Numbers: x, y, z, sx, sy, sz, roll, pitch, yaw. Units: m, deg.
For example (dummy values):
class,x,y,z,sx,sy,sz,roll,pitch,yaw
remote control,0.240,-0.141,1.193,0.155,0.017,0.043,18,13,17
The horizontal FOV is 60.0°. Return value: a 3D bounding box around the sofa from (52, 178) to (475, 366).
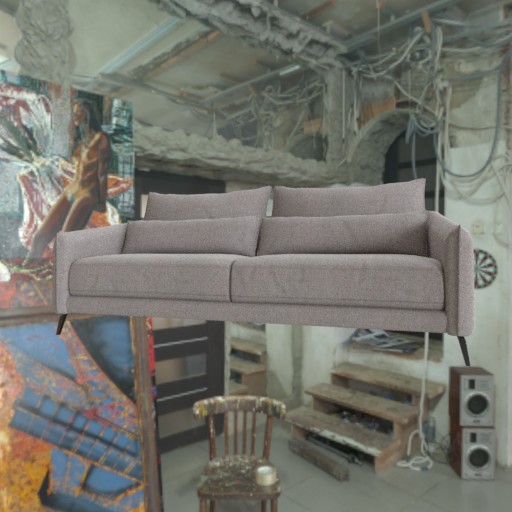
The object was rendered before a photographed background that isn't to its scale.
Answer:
class,x,y,z,sx,sy,sz,roll,pitch,yaw
sofa,0.000,0.000,2.360,2.022,0.833,0.809,0,1,19
